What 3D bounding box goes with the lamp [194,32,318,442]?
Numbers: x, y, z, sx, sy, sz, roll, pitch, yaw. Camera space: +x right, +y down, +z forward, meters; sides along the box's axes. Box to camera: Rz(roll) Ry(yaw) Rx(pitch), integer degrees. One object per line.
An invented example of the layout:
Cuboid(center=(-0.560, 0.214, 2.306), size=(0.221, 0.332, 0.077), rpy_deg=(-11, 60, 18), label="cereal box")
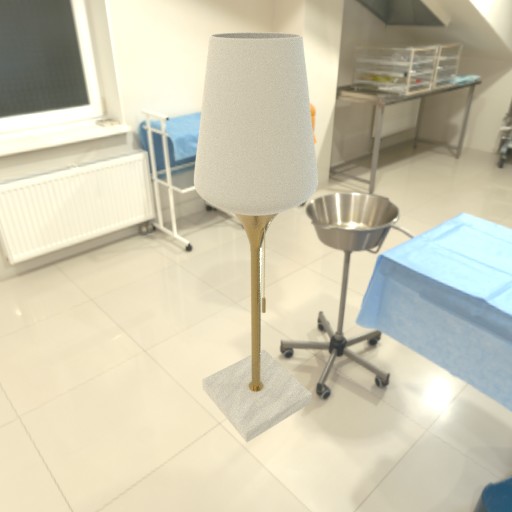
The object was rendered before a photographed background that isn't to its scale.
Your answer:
Cuboid(center=(0.000, 0.000, 0.715), size=(0.181, 0.639, 0.181), rpy_deg=(-20, 36, -31), label="lamp")
